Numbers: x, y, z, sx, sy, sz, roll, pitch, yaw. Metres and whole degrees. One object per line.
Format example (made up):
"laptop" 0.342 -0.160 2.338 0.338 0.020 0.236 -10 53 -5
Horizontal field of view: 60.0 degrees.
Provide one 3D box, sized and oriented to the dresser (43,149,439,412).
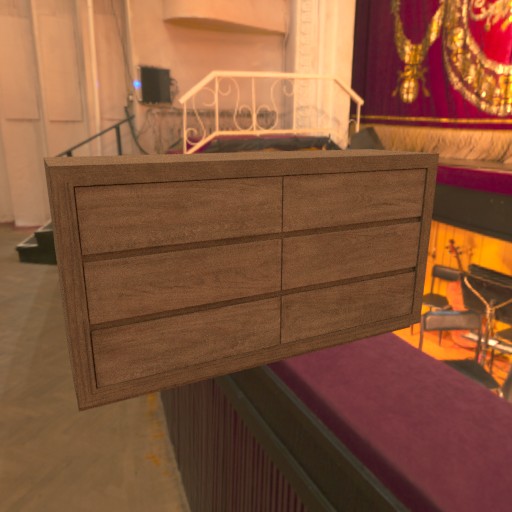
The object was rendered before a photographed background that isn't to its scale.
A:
"dresser" 0.000 0.000 2.004 1.628 0.889 0.483 -8 18 -25
